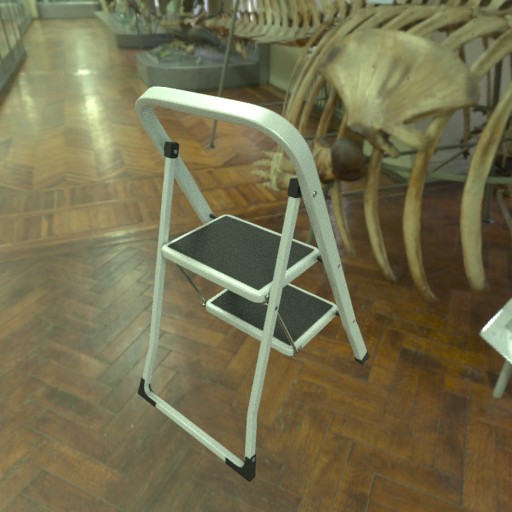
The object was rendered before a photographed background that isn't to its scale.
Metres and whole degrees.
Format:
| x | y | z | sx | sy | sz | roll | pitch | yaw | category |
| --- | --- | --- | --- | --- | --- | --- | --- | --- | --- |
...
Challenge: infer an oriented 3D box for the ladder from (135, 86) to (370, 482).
| x | y | z | sx | sy | sz | roll | pitch | yaw | category |
| --- | --- | --- | --- | --- | --- | --- | --- | --- | --- |
| 0.000 | 0.000 | 1.092 | 0.460 | 0.810 | 0.544 | 23 | 39 | 33 | ladder |
